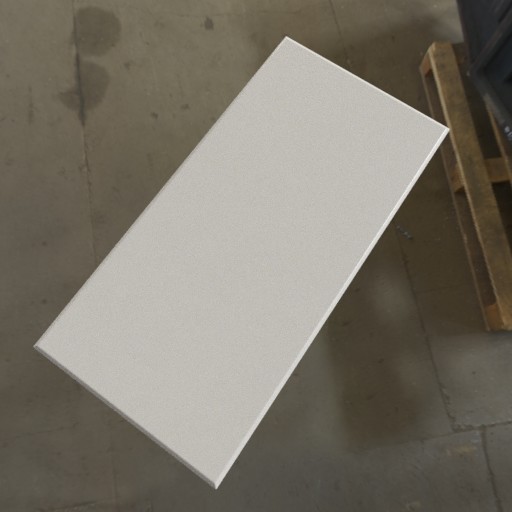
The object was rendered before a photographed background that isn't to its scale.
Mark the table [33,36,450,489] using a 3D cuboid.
[{"bbox_3d":[0.000,0.000,1.395,0.551,0.506,1.109,34,77,9],"label":"table"}]
